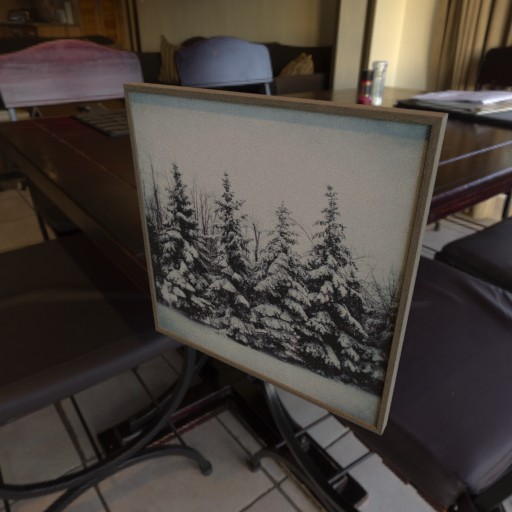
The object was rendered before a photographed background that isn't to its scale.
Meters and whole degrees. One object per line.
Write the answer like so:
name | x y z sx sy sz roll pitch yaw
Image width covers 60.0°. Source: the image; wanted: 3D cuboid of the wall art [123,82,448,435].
wall art | 0.000 0.000 1.103 0.758 0.758 0.039 17 33 29
